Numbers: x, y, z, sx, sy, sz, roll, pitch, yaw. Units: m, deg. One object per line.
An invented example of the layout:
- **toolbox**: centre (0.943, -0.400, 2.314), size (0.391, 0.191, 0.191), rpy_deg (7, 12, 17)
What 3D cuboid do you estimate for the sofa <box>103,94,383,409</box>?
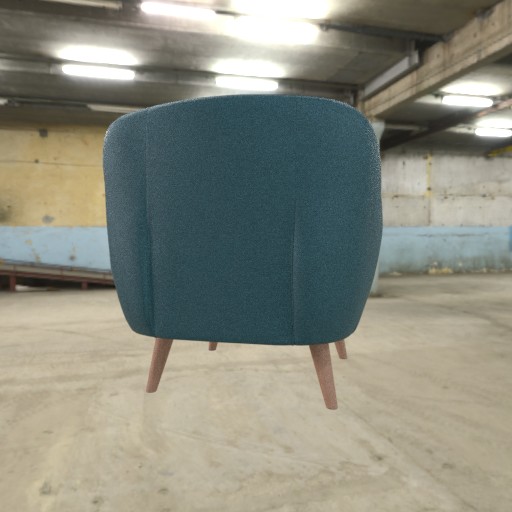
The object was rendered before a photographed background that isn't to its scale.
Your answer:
- **sofa**: centre (0.000, 0.000, 1.496), size (0.836, 0.817, 0.825), rpy_deg (0, 2, 14)
